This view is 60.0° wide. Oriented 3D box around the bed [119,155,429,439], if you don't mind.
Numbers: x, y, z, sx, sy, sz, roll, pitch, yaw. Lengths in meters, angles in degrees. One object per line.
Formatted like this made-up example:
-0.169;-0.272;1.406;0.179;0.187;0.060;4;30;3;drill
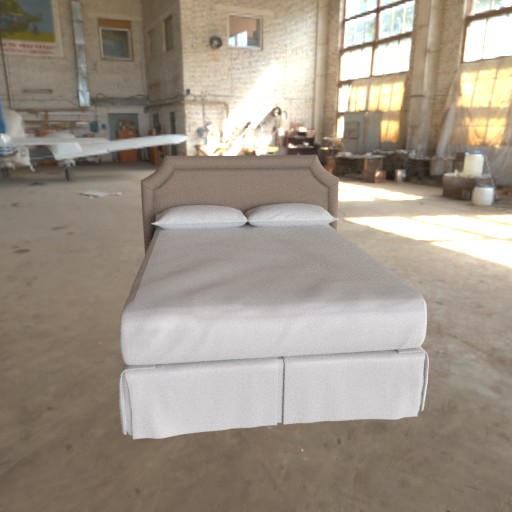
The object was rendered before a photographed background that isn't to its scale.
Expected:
0.000;0.000;3.193;1.828;1.303;2.164;-2;16;-7;bed
